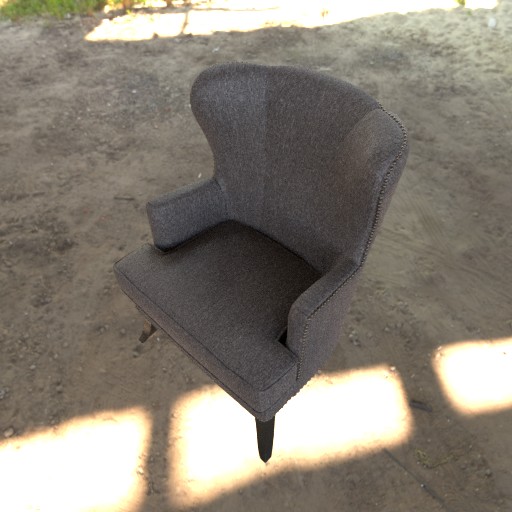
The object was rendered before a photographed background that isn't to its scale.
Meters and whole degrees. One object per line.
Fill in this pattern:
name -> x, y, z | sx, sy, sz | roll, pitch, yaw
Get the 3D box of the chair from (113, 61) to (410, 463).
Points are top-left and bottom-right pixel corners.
chair -> 0.000, 0.000, 1.562 | 0.759, 1.060, 0.758 | 34, 54, 29
